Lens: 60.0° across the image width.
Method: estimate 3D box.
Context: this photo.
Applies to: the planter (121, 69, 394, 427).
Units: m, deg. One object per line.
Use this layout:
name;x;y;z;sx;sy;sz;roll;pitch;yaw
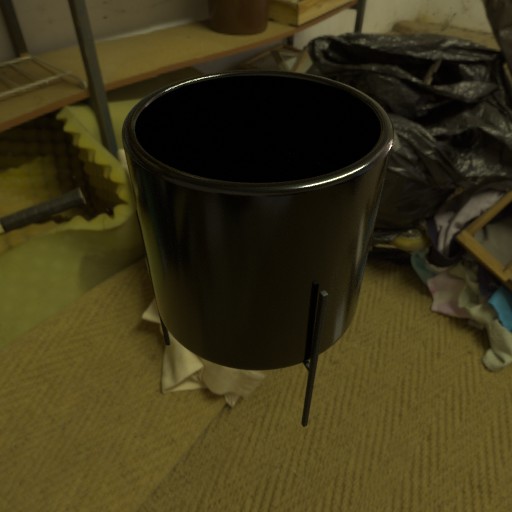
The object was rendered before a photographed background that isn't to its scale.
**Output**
planter;0.000;0.000;0.644;0.310;0.432;0.310;12;44;13
